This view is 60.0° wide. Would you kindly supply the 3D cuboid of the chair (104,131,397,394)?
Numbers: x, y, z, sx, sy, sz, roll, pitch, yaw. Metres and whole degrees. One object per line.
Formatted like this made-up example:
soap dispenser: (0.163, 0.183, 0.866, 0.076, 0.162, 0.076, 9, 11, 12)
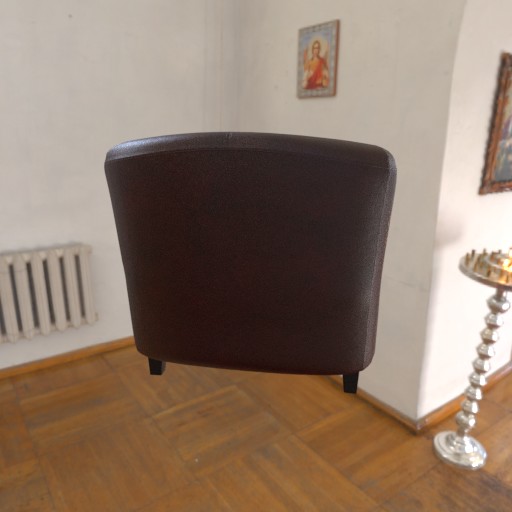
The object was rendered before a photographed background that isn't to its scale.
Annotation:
chair: (0.000, 0.000, 1.383, 0.792, 0.756, 0.727, 3, 17, 9)
